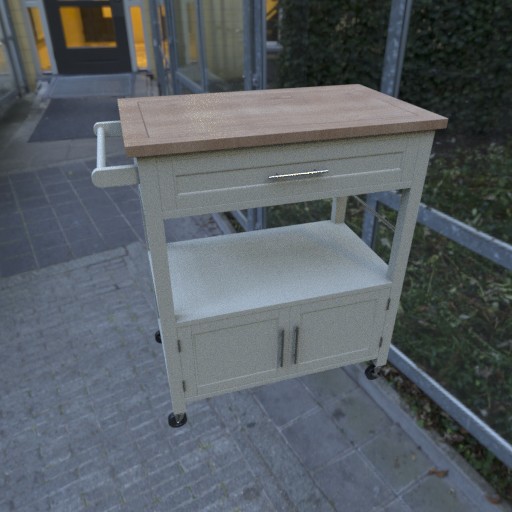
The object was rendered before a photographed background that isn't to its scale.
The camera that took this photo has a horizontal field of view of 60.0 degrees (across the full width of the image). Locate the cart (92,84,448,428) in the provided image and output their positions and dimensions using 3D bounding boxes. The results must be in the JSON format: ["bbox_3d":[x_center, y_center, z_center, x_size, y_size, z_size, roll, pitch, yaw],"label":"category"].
[{"bbox_3d":[0.000,0.000,1.393,0.840,0.901,0.459,-9,33,-14],"label":"cart"}]
